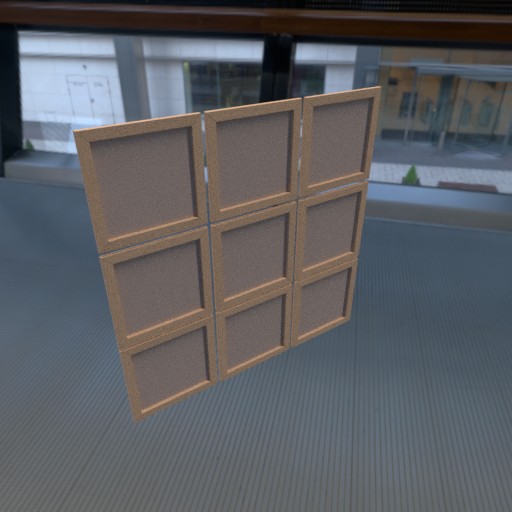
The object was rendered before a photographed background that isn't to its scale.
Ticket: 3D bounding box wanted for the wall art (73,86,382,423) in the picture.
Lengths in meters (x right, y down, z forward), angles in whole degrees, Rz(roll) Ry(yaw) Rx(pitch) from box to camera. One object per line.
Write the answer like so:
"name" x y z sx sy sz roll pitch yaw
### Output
"wall art" 0.000 0.000 1.377 0.917 0.910 0.012 -19 36 -28
